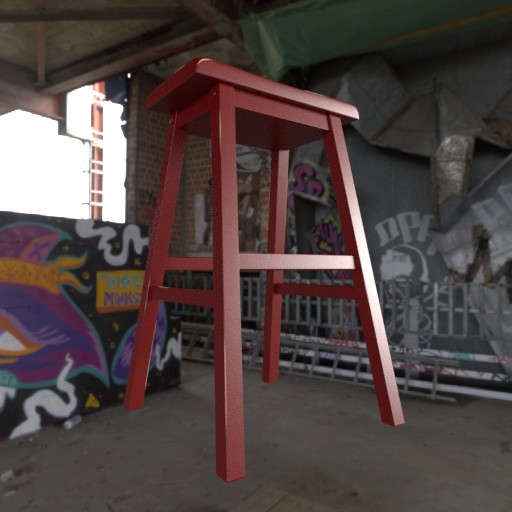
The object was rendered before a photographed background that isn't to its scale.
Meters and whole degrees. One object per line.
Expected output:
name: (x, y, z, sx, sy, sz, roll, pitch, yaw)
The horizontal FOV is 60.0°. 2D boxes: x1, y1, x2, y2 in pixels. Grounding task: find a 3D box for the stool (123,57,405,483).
stool: (0.000, 0.000, 1.036, 0.457, 0.737, 0.476, 1, -2, -36)
